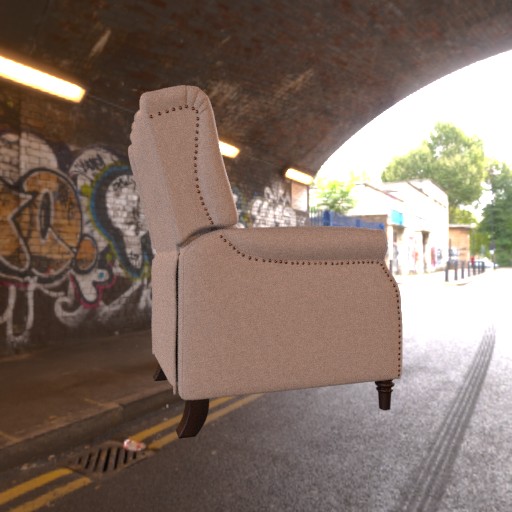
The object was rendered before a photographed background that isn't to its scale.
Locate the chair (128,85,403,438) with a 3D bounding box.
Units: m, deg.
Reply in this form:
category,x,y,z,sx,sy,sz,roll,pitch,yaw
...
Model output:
category,x,y,z,sx,sy,sz,roll,pitch,yaw
chair,0.000,0.000,1.665,0.902,1.035,0.742,0,0,-19
